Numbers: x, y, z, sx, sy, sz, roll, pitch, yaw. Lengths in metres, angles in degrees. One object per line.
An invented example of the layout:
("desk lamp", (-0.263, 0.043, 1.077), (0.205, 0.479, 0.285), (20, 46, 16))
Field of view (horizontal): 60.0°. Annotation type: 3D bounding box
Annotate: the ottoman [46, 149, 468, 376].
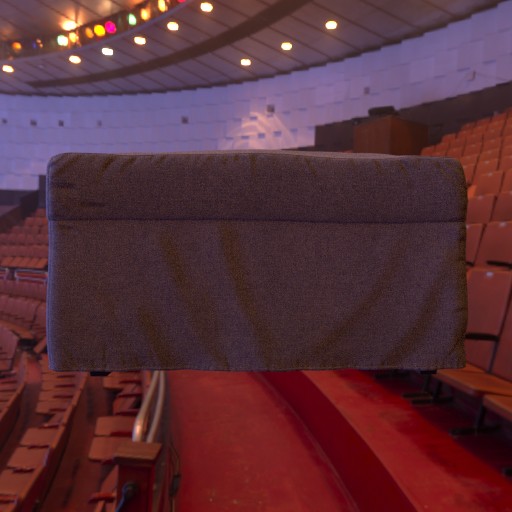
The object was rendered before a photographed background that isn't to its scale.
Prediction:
("ottoman", (0.000, 0.000, 1.171), (0.833, 0.492, 0.652), (0, 0, -1))
